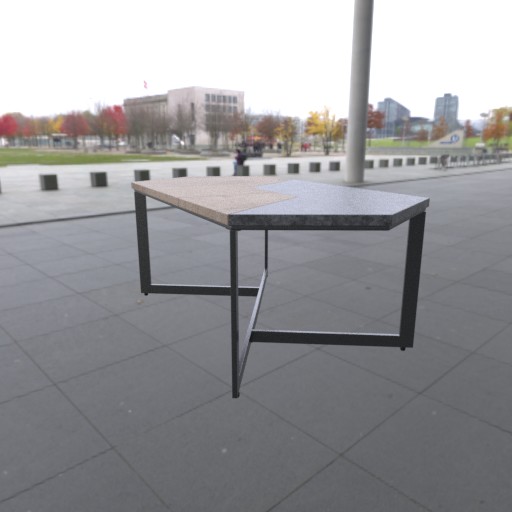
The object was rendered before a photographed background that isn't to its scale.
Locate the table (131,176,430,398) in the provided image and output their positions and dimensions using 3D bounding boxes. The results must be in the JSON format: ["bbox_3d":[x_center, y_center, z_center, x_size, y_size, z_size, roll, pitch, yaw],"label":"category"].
[{"bbox_3d":[0.000,0.000,1.513,0.609,0.457,1.219,-8,16,-27],"label":"table"}]
